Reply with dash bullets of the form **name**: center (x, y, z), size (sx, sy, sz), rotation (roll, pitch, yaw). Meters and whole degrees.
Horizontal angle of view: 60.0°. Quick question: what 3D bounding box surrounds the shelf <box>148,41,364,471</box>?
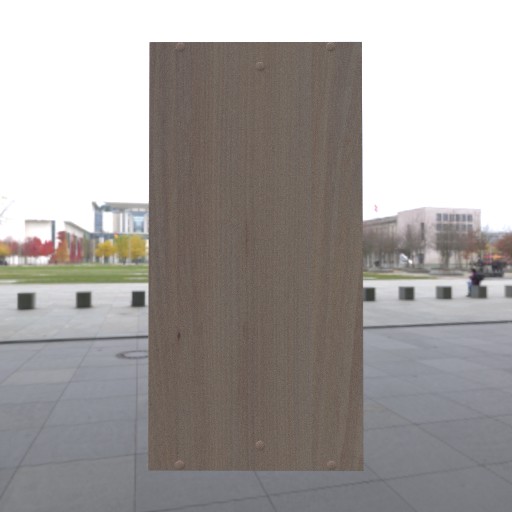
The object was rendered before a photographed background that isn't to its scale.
- **shelf**: center (0.000, 0.000, 0.757), size (0.297, 0.594, 0.290), rotation (0, -1, 0)
